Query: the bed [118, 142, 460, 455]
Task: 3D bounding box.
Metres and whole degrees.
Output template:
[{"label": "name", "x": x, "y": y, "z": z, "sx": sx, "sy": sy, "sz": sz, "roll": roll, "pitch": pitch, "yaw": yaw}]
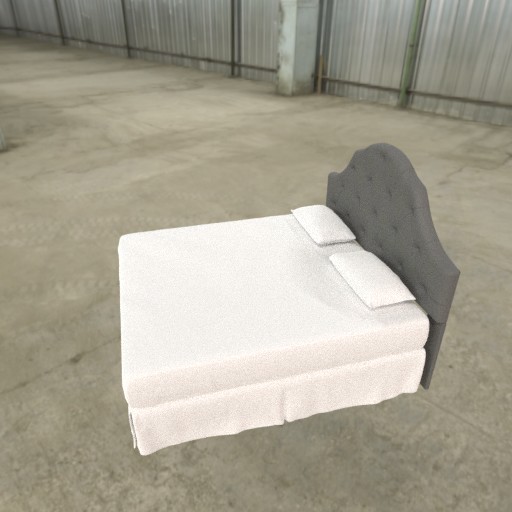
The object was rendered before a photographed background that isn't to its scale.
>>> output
[{"label": "bed", "x": 0.000, "y": 0.000, "z": 3.552, "sx": 2.214, "sy": 1.615, "sz": 2.008, "roll": -8, "pitch": 31, "yaw": -13}]
